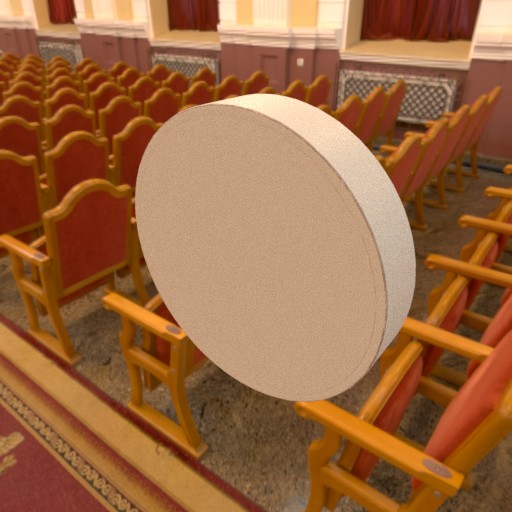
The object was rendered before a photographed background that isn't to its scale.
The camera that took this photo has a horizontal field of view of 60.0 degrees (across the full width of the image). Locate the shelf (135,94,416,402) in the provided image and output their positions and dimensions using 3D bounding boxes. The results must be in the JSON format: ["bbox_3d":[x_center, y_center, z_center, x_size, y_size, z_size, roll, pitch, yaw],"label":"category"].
[{"bbox_3d":[0.000,0.000,1.192,0.806,0.807,0.158,21,36,33],"label":"shelf"}]
